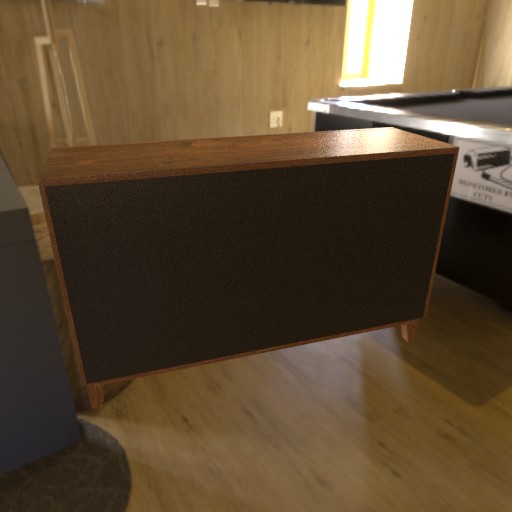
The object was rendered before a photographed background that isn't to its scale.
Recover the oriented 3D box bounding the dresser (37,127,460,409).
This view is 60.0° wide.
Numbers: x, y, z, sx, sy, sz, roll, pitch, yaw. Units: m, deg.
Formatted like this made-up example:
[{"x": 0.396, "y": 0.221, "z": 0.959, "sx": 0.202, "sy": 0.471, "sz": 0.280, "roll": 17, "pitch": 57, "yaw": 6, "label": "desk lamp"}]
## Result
[{"x": 0.000, "y": 0.000, "z": 1.785, "sx": 1.400, "sy": 0.873, "sz": 0.446, "roll": -8, "pitch": 27, "yaw": -16, "label": "dresser"}]
